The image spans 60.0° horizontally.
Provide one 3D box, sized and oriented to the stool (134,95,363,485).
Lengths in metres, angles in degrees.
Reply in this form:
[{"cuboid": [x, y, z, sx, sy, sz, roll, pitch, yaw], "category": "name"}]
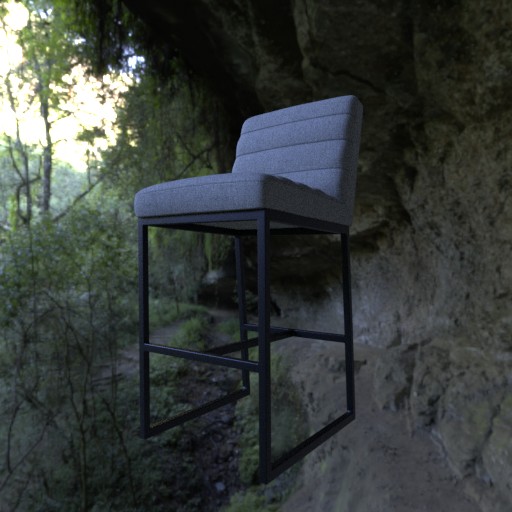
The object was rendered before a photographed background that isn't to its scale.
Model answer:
[{"cuboid": [0.000, 0.000, 1.338, 0.459, 1.034, 0.571, 0, 0, 36], "category": "stool"}]
